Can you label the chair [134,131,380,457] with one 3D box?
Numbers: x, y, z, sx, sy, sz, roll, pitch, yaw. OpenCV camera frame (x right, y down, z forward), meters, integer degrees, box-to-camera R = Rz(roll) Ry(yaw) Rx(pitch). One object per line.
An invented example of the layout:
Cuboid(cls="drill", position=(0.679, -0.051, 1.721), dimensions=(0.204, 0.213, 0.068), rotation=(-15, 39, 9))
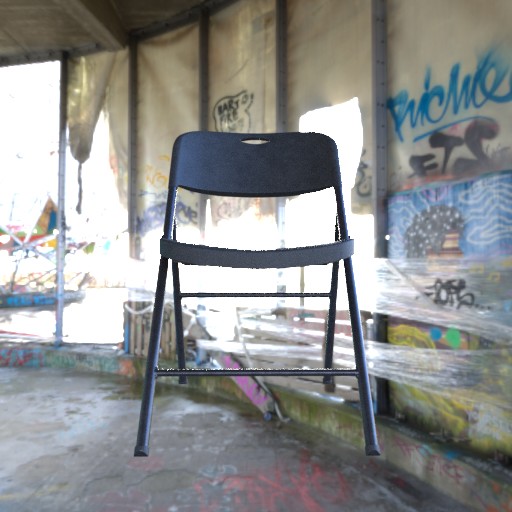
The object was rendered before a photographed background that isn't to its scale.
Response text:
Cuboid(cls="chair", position=(0.000, 0.000, 1.166), dimensions=(0.494, 0.810, 0.567), rotation=(0, -1, -1))
